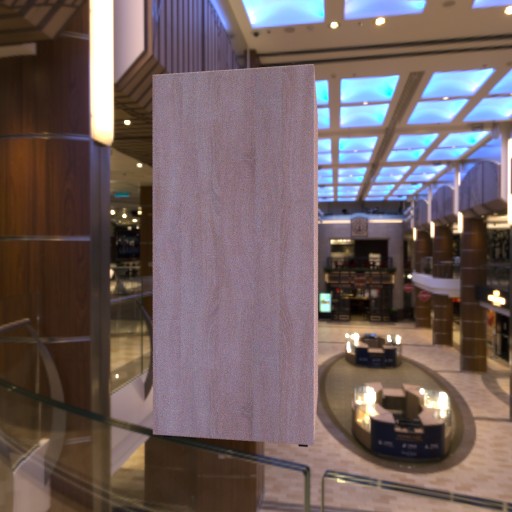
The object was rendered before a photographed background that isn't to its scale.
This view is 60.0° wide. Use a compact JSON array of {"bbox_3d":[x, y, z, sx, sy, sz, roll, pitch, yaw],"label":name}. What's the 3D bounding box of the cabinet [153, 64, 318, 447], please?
[{"bbox_3d":[0.000,0.000,2.893,1.327,2.120,1.094,0,0,-36],"label":"cabinet"}]
